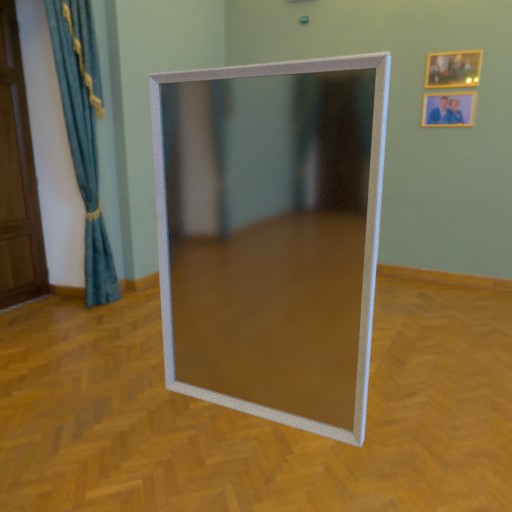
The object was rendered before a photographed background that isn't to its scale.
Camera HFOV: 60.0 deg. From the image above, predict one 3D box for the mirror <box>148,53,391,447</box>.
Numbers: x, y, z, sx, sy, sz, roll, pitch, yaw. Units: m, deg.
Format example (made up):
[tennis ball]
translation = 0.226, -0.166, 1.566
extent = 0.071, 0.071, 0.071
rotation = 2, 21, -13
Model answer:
[mirror]
translation = 0.000, 0.000, 1.148
extent = 0.609, 0.915, 0.041
rotation = 7, 16, 26
